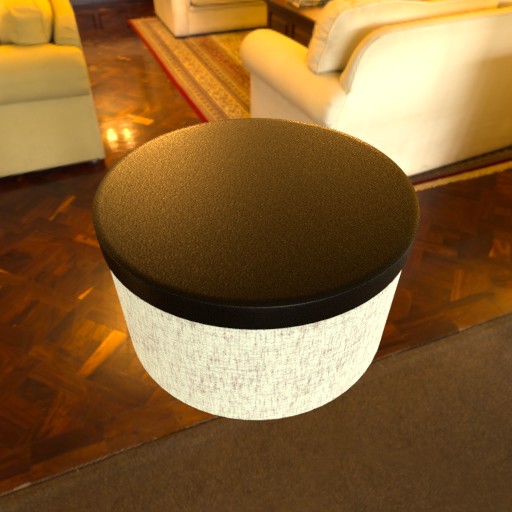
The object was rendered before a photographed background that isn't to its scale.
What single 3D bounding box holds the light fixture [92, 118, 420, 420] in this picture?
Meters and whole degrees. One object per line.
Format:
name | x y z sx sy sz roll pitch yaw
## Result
light fixture | 0.000 0.000 0.621 0.389 0.229 0.389 0 42 0
